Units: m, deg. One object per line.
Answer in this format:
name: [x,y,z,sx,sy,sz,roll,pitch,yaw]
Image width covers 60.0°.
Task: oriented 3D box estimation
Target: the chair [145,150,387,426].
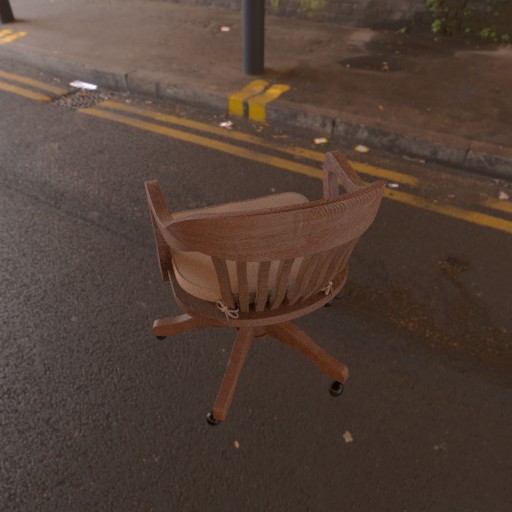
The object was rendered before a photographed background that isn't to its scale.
chair: [0.000,0.000,1.451,0.750,0.878,0.788,-12,41,-14]
